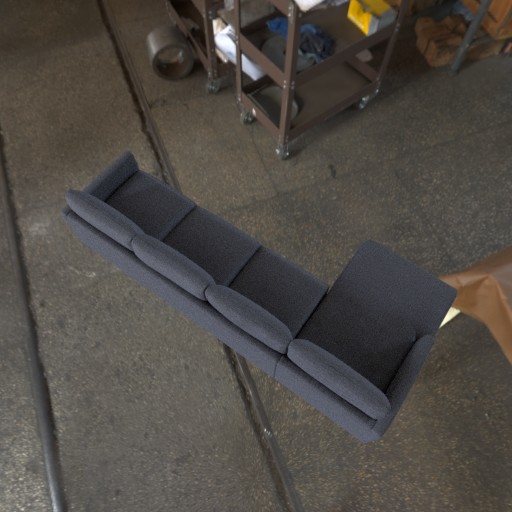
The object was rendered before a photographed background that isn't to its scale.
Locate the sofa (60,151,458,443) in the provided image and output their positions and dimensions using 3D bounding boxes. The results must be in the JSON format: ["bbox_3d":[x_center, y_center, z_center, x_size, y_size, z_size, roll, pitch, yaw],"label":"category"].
[{"bbox_3d":[0.000,0.000,2.967,2.445,0.673,1.125,32,68,15],"label":"sofa"}]
